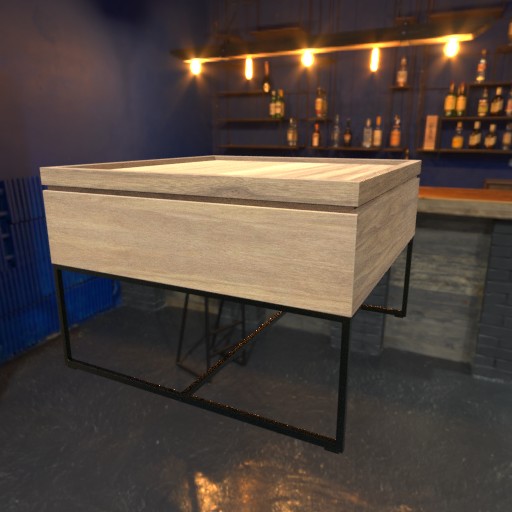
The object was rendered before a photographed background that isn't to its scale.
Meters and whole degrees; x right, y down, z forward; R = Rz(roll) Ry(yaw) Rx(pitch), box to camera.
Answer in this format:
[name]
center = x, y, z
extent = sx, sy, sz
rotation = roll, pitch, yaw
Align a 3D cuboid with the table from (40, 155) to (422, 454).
[table]
center = 0.000, 0.000, 1.134
extent = 0.676, 0.464, 0.679
rotation = 8, 17, 26
